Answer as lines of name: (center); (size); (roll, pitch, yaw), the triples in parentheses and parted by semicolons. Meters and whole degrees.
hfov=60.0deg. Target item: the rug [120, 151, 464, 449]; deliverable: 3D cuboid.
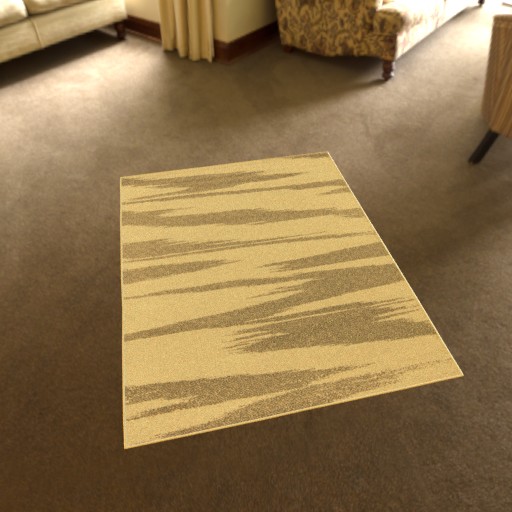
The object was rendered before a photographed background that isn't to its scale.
rug: (0.000, 0.000, 3.943); (2.353, 0.014, 2.945); (-9, 46, -9)
